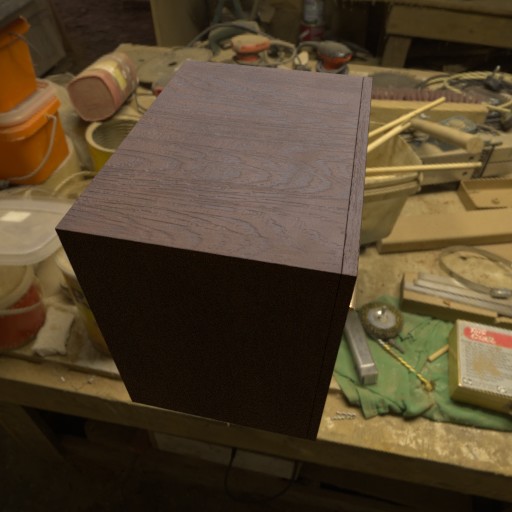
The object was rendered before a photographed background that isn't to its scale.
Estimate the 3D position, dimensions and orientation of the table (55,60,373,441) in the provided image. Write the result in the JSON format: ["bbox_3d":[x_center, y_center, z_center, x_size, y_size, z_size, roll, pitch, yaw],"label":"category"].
[{"bbox_3d":[0.000,0.000,0.968,0.439,0.585,0.560,9,47,8],"label":"table"}]
